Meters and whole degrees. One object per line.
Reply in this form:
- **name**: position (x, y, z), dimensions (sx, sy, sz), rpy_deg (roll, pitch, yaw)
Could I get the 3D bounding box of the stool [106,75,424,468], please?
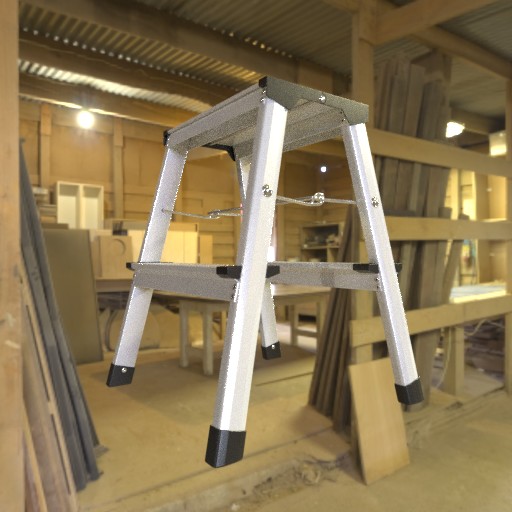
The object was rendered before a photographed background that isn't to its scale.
- **stool**: position (0.000, 0.000, 0.780), dimensions (0.405, 0.480, 0.404), rpy_deg (0, 0, -36)
